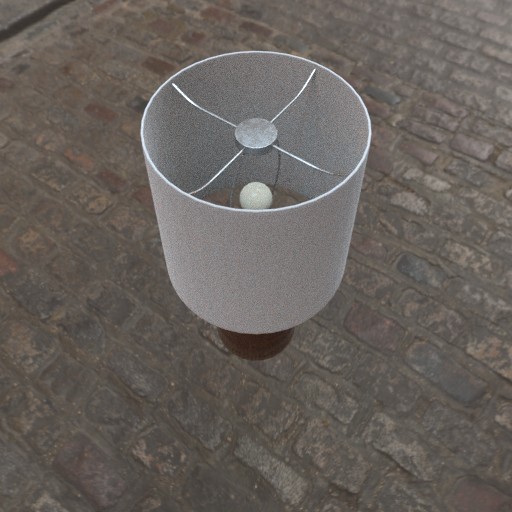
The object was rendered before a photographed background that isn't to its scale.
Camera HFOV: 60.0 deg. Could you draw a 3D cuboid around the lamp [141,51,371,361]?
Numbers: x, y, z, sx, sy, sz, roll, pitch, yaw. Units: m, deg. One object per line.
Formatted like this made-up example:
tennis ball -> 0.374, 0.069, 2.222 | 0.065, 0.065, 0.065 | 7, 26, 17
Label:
lamp -> 0.000, 0.000, 0.474 | 0.186, 0.369, 0.186 | 0, 58, 0
